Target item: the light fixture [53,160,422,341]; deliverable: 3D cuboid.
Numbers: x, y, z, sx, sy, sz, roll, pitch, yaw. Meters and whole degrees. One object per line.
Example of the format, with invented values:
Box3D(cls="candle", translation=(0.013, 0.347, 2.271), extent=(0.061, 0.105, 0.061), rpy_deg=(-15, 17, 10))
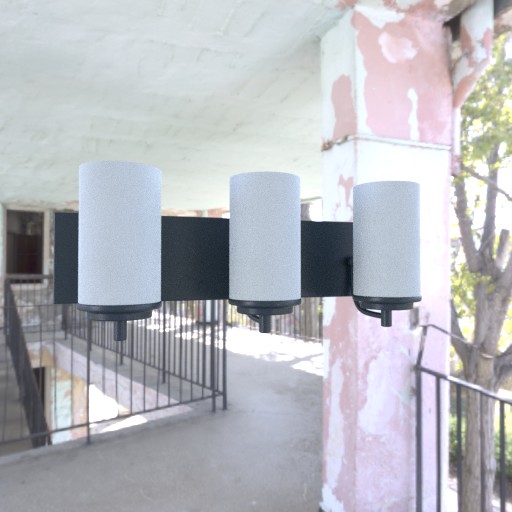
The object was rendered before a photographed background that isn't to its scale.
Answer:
Box3D(cls="light fixture", translation=(0.000, 0.000, 0.526), extent=(0.451, 0.172, 0.145), rpy_deg=(0, -1, -18))
